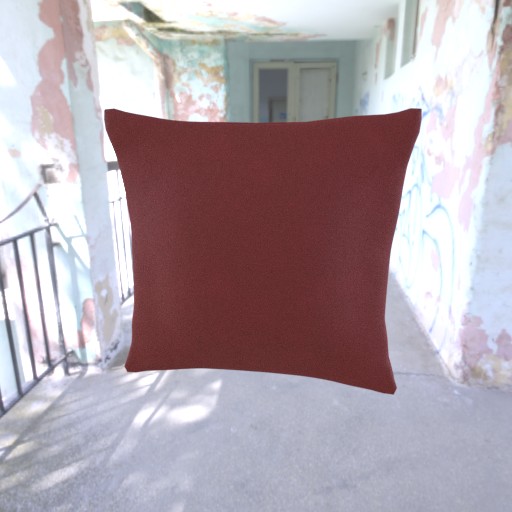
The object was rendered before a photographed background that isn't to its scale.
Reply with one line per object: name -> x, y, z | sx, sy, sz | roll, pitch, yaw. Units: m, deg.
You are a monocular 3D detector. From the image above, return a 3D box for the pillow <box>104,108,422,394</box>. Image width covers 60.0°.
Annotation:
pillow -> 0.000, 0.000, 0.656 | 0.435, 0.416, 0.151 | 2, 17, 8
